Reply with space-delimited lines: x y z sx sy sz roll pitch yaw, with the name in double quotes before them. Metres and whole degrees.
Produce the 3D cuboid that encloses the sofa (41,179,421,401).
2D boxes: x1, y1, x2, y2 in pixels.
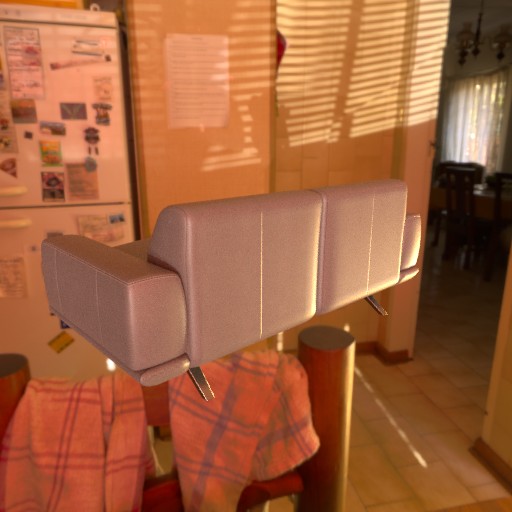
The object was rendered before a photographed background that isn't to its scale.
"sofa" 0.000 0.000 2.354 1.901 0.772 0.900 -14 20 -41
